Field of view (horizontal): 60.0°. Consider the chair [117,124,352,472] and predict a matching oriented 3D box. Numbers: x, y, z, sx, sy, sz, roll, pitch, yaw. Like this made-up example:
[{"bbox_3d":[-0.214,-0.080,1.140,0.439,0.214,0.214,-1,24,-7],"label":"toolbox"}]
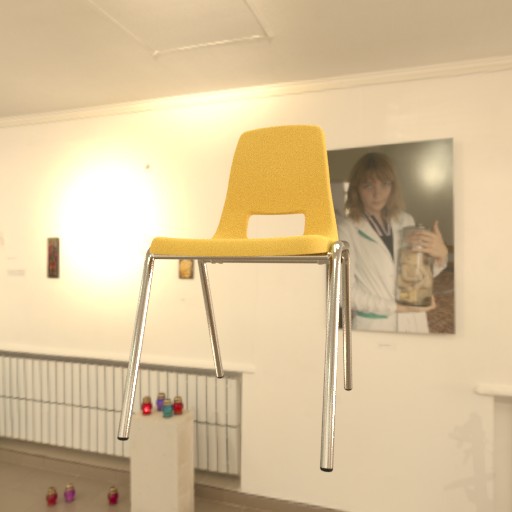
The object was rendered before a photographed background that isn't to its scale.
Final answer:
[{"bbox_3d":[0.000,0.000,0.925,0.381,0.653,0.436,0,1,18],"label":"chair"}]
